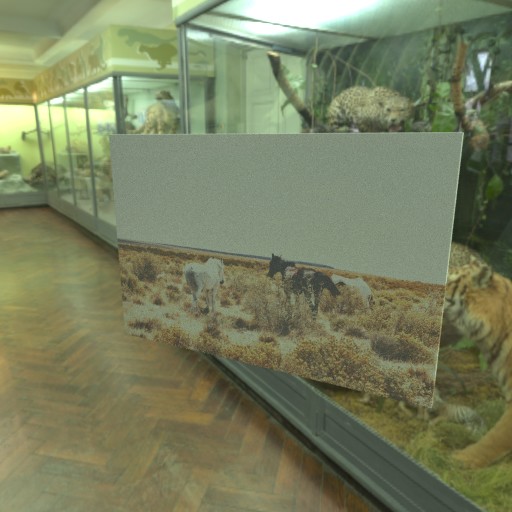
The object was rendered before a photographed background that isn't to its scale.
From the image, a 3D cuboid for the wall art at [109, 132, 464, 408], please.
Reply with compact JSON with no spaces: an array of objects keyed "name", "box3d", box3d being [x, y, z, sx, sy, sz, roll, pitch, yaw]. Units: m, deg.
[{"name":"wall art","box3d":[0.000,0.000,1.911,1.520,1.016,0.051,7,16,25]}]
